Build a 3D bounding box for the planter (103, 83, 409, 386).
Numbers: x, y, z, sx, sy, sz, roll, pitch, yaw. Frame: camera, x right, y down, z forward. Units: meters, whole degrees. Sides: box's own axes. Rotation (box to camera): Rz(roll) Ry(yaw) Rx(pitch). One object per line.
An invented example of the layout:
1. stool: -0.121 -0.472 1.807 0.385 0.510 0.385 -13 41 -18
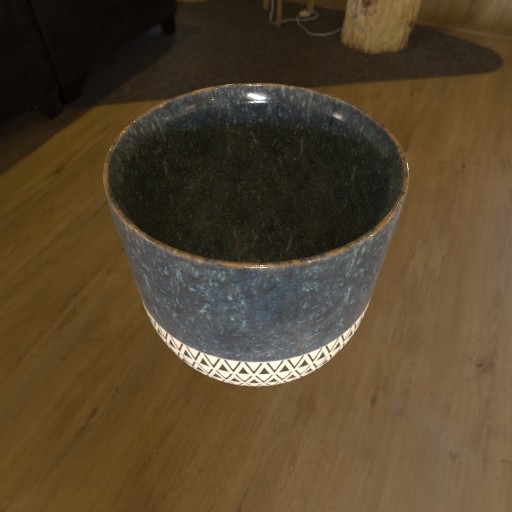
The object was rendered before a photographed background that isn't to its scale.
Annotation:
1. planter: 0.000 0.000 0.493 0.266 0.270 0.266 0 48 0
